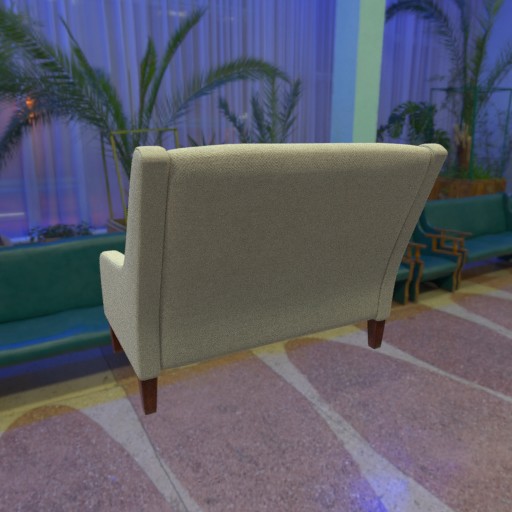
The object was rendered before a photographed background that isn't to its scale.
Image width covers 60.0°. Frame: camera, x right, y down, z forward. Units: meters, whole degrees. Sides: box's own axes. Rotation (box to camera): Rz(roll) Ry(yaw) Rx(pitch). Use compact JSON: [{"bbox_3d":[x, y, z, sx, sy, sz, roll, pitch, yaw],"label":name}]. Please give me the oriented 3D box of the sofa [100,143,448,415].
[{"bbox_3d":[0.000,0.000,1.965,1.212,0.976,0.946,-8,17,-27],"label":"sofa"}]
